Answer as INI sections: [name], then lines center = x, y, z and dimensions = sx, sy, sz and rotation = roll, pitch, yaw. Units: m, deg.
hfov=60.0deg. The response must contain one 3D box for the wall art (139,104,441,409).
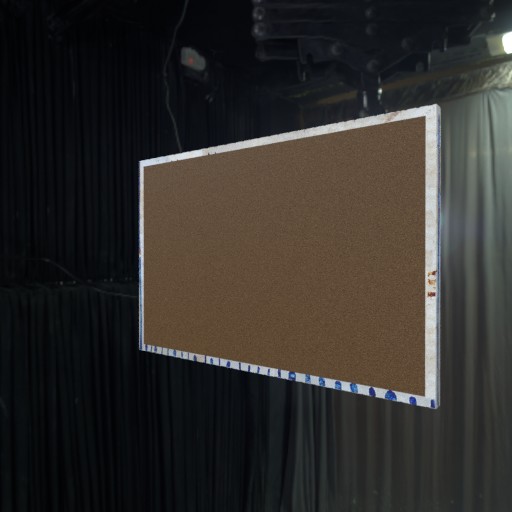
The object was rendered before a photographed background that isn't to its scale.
[wall art]
center = 0.000, 0.000, 1.169
dimensions = 0.919, 0.609, 0.030
rotation = 0, 0, 37
